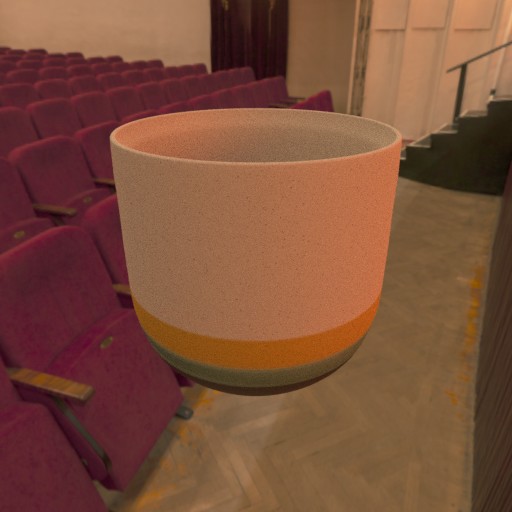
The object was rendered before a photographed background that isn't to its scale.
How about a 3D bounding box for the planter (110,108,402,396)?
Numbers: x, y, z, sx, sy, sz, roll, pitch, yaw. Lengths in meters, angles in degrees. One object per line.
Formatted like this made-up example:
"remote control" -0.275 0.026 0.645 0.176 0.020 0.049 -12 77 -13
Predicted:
"planter" 0.000 0.000 0.479 0.268 0.270 0.268 0 26 0
